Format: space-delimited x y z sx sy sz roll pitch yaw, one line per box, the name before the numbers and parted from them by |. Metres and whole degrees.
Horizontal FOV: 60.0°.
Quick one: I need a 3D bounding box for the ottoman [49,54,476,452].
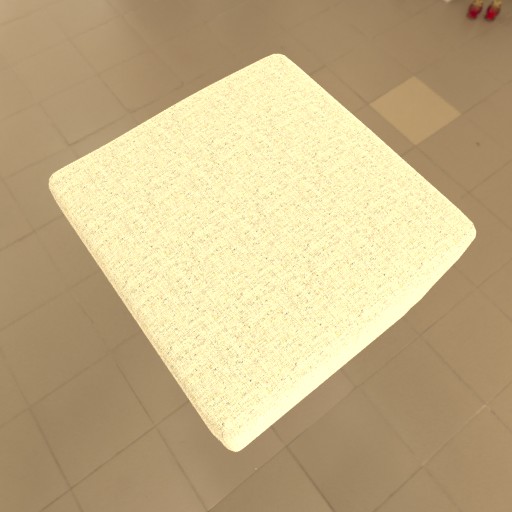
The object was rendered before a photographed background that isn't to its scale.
ottoman | 0.000 0.000 0.884 0.512 0.453 0.521 -35 69 -15
